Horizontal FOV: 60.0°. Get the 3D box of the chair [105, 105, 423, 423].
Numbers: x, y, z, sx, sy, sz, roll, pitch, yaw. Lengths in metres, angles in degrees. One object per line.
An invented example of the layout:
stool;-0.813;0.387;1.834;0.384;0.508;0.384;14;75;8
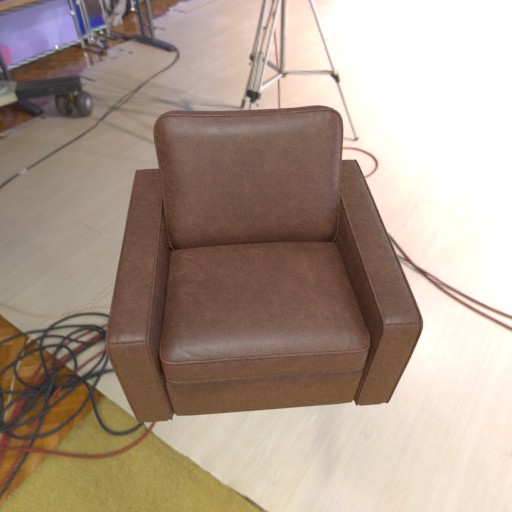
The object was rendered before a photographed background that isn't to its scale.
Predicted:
chair;0.000;0.000;1.739;1.017;0.919;0.940;-3;46;-3
